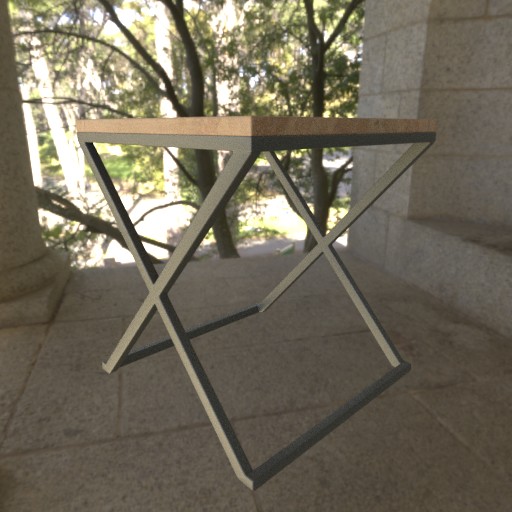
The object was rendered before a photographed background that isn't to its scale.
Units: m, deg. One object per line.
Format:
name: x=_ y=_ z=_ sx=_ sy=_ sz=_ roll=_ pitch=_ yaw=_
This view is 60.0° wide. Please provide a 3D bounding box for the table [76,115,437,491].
table: x=0.000 y=0.000 z=0.933 sx=0.499 sy=0.550 sz=0.498 roll=-15 pitch=22 yaw=-42
